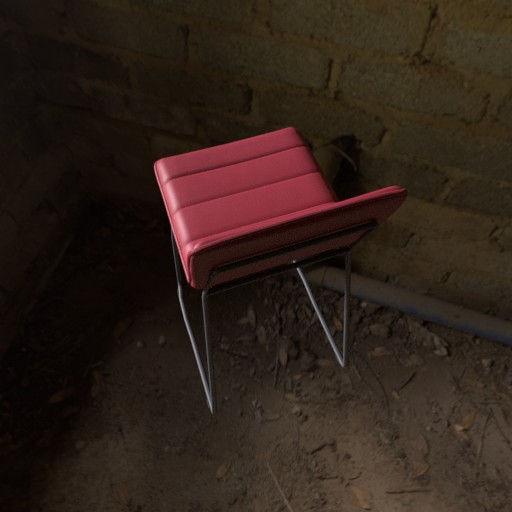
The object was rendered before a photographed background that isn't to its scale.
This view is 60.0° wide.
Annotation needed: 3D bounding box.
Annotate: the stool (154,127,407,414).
[{"bbox_3d":[0.000,0.000,1.220,0.489,0.937,0.524,-17,59,-10],"label":"stool"}]
